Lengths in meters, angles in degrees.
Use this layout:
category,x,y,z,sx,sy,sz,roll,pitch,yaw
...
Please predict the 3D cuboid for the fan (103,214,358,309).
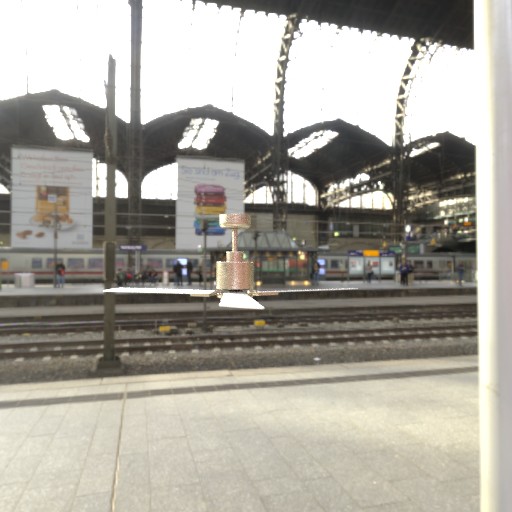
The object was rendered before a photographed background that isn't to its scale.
category,x,y,z,sx,sy,sz,roll,pitch,yaw
fan,0.000,0.000,2.335,1.561,0.446,1.531,1,-2,-17
